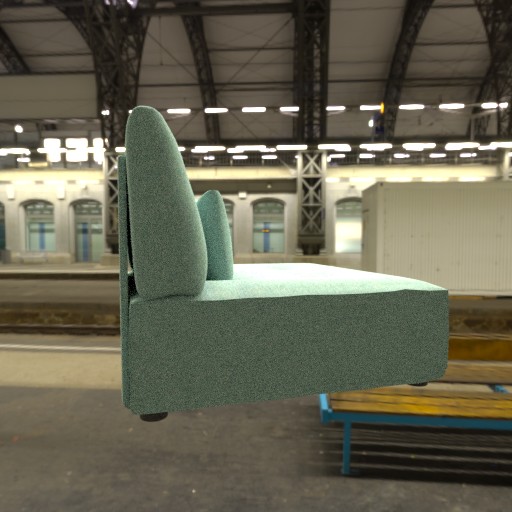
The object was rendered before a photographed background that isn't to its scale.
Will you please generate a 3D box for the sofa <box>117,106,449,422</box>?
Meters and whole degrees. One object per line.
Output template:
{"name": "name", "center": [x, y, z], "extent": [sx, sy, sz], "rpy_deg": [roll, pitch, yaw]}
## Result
{"name": "sofa", "center": [0.000, 0.000, 1.693], "extent": [1.000, 0.820, 0.930], "rpy_deg": [-1, 3, -17]}
